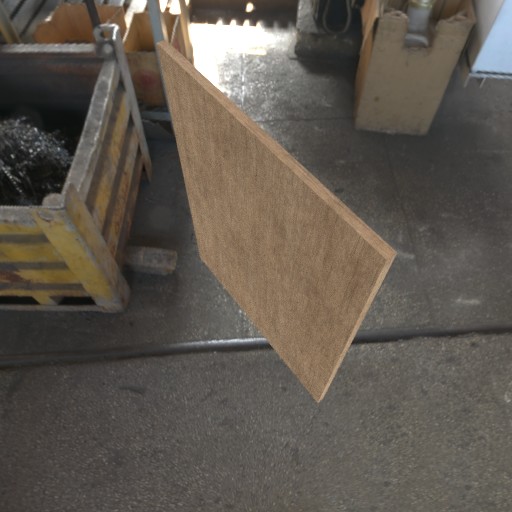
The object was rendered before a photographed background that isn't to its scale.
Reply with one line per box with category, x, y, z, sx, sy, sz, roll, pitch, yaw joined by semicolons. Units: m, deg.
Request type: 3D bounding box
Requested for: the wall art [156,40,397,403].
wall art;0.000;0.000;0.926;0.018;0.686;0.534;-33;64;-18
